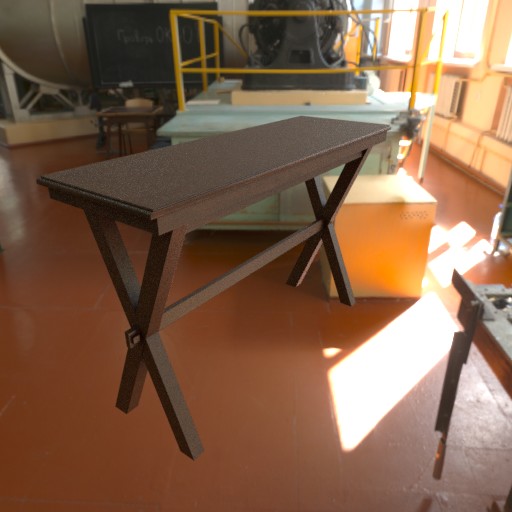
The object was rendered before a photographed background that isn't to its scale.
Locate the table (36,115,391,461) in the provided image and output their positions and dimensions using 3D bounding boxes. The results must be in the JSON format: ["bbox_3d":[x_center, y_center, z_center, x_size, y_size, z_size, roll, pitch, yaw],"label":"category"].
[{"bbox_3d":[0.000,0.000,1.530,0.399,0.763,1.197,18,31,32],"label":"table"}]
